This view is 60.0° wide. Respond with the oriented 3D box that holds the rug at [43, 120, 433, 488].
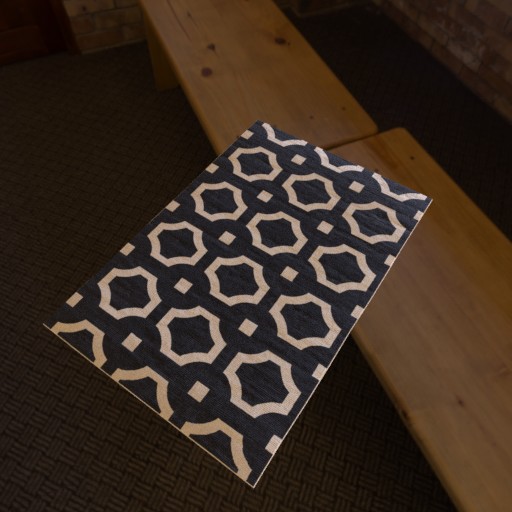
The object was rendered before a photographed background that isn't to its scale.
[{"bbox_3d":[0.000,0.000,2.957,1.555,0.016,2.286,30,61,19],"label":"rug"}]
